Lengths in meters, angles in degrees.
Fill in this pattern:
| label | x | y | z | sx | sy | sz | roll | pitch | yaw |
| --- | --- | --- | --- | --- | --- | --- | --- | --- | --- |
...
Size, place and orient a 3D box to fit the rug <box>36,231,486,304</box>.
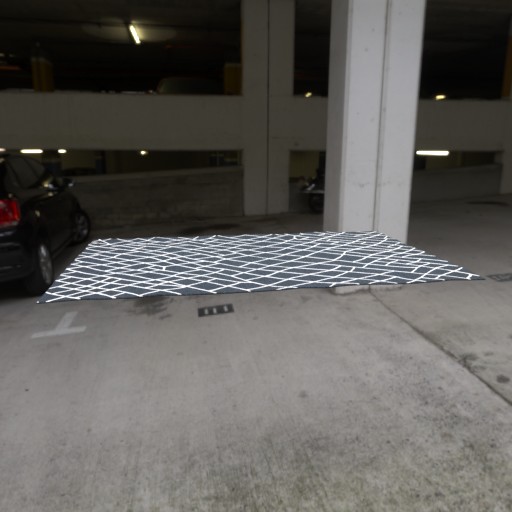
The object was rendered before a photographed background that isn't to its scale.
| label | x | y | z | sx | sy | sz | roll | pitch | yaw |
| --- | --- | --- | --- | --- | --- | --- | --- | --- | --- |
| rug | 0.000 | 0.000 | 3.099 | 2.448 | 0.017 | 1.529 | -2 | 14 | -9 |
